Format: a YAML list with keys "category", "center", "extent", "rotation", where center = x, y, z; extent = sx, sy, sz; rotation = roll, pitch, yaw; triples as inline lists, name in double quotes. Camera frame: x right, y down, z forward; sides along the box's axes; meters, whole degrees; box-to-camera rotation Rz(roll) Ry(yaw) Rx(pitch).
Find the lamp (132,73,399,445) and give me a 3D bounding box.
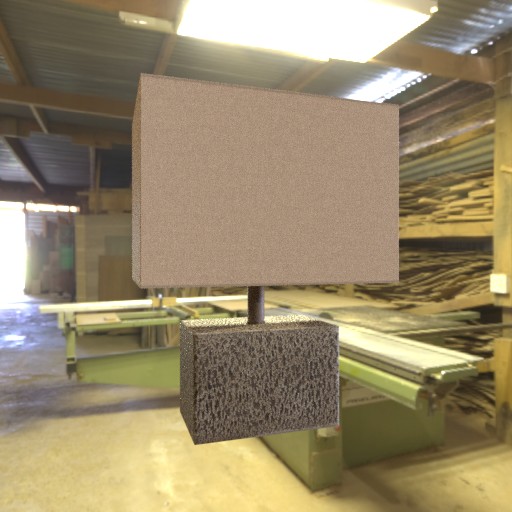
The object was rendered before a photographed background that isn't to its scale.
- category: "lamp"
  center: [0.000, 0.000, 0.560]
  extent: [0.294, 0.411, 0.180]
  rotation: [0, 0, -18]
